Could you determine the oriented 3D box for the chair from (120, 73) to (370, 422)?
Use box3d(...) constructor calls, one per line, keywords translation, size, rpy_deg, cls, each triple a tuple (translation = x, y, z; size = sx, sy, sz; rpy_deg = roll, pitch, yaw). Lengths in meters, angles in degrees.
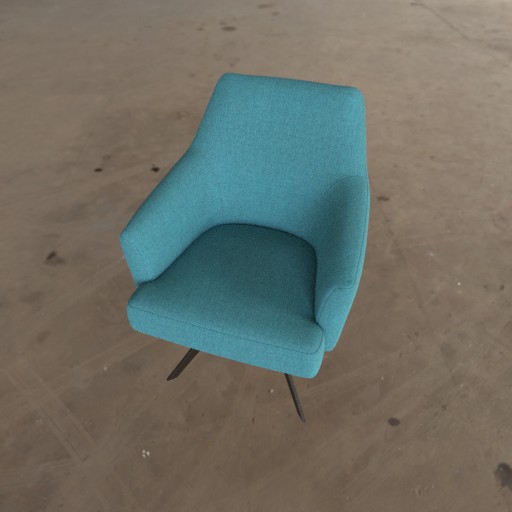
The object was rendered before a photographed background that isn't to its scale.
box3d(translation=(0.000, 0.000, 1.366), size=(0.642, 0.874, 0.677), rpy_deg=(12, 42, 14), cls="chair")
